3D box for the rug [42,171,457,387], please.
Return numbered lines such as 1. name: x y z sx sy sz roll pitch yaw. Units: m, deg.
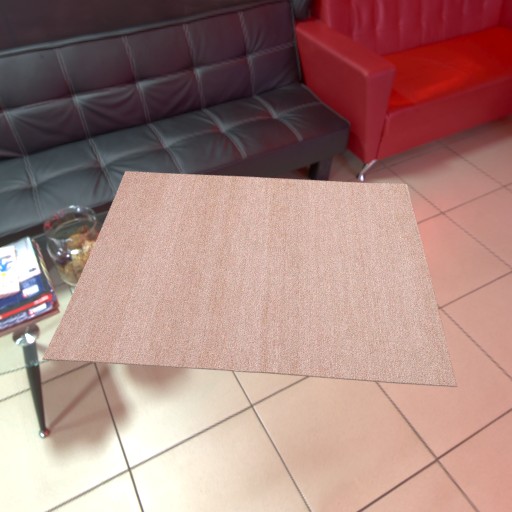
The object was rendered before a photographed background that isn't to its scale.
1. rug: 0.000 0.000 4.194 3.202 0.045 2.434 3 47 3
